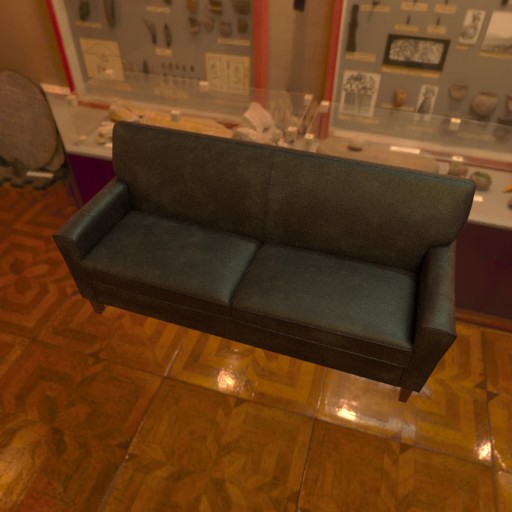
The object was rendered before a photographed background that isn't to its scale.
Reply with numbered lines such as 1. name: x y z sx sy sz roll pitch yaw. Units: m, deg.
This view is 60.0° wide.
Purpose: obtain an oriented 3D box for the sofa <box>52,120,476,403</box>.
1. sofa: 0.000 0.000 2.471 2.053 0.947 0.805 13 45 14
